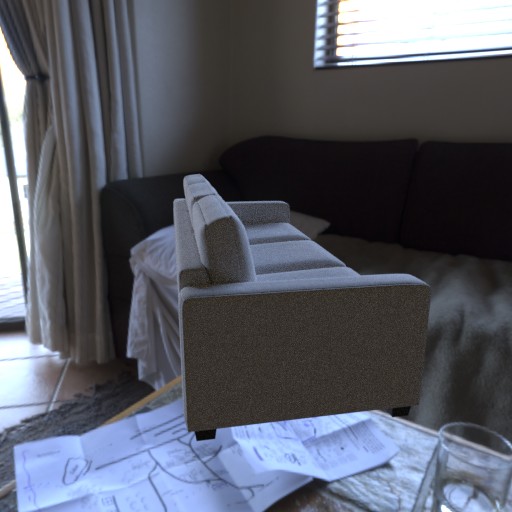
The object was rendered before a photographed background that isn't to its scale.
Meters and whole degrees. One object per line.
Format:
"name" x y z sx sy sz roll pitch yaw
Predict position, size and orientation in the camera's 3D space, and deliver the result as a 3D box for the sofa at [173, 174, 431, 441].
"sofa" 0.000 0.000 2.529 0.900 0.800 2.120 -3 15 -10
